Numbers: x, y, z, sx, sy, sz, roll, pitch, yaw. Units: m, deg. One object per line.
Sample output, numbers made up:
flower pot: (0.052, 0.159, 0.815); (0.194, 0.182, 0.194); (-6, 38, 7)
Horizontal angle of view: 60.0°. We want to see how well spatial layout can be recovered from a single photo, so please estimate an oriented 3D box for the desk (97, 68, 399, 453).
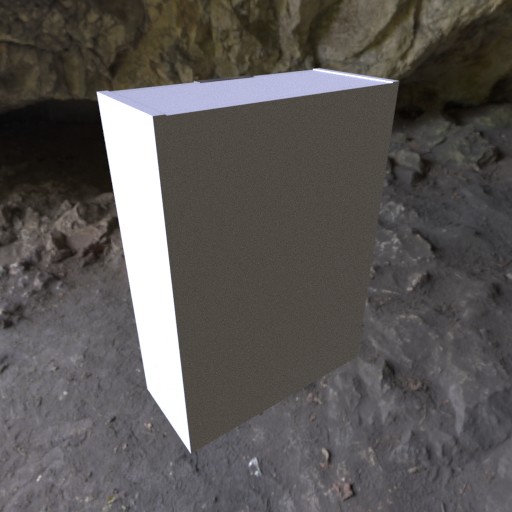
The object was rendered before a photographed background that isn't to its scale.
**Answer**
desk: (0.000, 0.000, 1.639); (0.850, 1.190, 0.390); (-20, 35, -30)
